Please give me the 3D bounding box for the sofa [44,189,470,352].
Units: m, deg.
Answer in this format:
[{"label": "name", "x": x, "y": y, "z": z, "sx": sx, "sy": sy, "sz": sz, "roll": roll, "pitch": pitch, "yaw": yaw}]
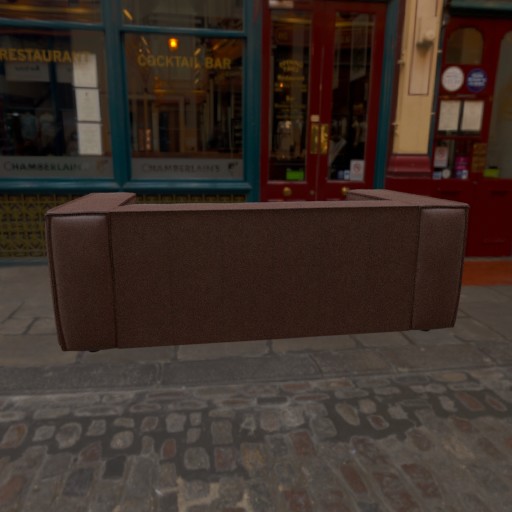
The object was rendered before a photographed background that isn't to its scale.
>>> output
[{"label": "sofa", "x": 0.000, "y": 0.000, "z": 2.648, "sx": 2.088, "sy": 0.703, "sz": 1.102, "roll": -2, "pitch": 13, "yaw": -8}]
